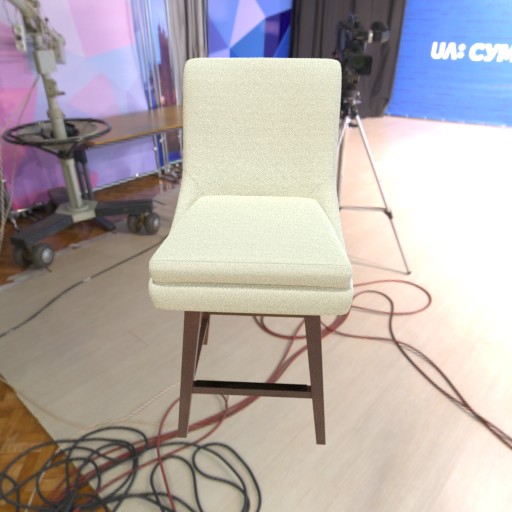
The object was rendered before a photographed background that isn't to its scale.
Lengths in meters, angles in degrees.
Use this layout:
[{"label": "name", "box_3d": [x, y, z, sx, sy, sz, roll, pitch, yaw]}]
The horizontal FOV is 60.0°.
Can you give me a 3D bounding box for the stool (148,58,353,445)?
[{"label": "stool", "box_3d": [0.000, 0.000, 1.272, 0.483, 0.991, 0.559, 2, 30, 3]}]
